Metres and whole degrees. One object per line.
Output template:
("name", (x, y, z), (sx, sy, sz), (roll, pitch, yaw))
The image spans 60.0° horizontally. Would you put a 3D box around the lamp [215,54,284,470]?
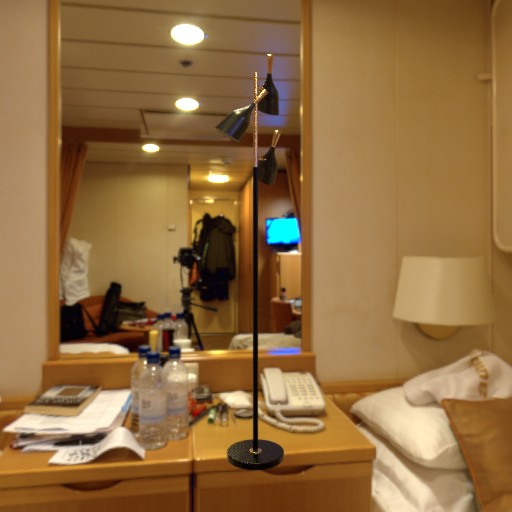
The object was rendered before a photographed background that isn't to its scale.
("lamp", (0.000, 0.000, 1.970), (0.253, 1.778, 0.434), (0, -1, 34))
